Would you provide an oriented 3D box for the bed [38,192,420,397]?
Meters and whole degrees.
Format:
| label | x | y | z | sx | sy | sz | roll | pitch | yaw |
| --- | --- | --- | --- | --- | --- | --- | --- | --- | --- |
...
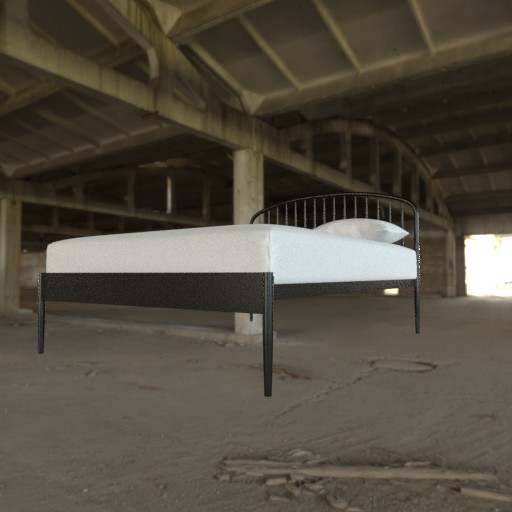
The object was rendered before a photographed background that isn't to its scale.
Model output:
| label | x | y | z | sx | sy | sz | roll | pitch | yaw |
| --- | --- | --- | --- | --- | --- | --- | --- | --- | --- |
| bed | 0.000 | 0.000 | 3.020 | 1.618 | 1.166 | 2.159 | -2 | -3 | 35 |
